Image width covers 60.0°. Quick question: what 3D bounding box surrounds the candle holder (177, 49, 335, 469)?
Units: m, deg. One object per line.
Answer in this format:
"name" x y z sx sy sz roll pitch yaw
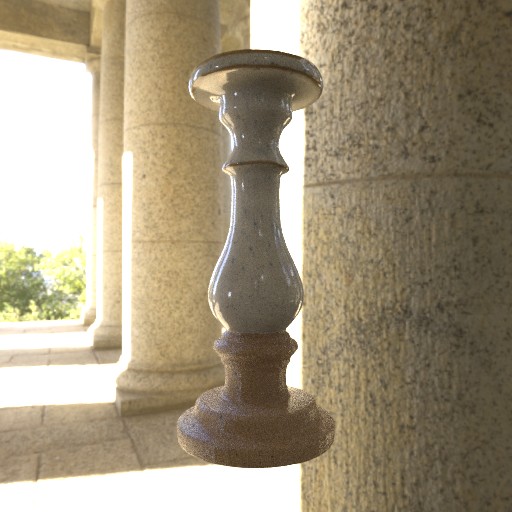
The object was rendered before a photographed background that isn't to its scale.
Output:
"candle holder" 0.000 0.000 0.252 0.088 0.203 0.088 0 -1 0
